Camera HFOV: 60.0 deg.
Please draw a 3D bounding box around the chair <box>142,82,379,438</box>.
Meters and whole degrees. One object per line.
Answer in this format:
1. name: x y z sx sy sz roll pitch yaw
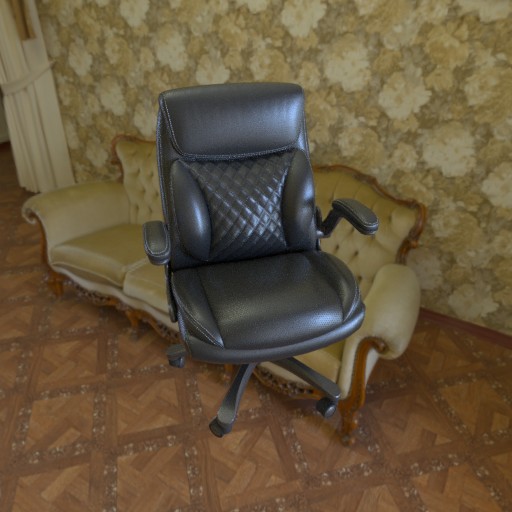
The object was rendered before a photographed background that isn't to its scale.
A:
1. chair: 0.000 0.000 1.635 0.782 1.110 0.724 -8 32 -14
